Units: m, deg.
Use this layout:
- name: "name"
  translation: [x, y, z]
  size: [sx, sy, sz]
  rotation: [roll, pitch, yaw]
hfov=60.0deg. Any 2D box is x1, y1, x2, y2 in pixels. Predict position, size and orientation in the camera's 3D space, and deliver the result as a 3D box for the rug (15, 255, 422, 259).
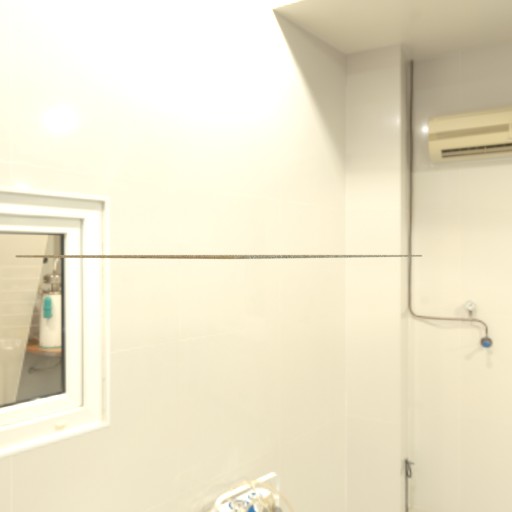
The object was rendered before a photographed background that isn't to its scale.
- name: "rug"
  translation: [0.000, 0.000, 2.997]
  size: [1.540, 0.012, 2.448]
  rotation: [0, 0, 35]
